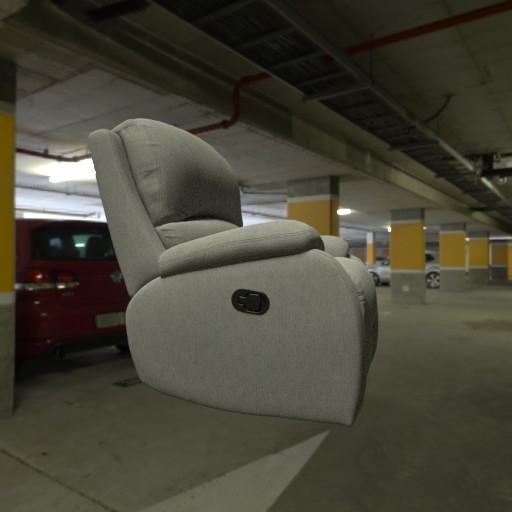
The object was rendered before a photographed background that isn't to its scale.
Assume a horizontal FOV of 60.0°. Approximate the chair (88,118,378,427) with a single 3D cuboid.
[{"bbox_3d":[0.000,0.000,1.722,0.899,1.011,0.930,0,-1,18],"label":"chair"}]
